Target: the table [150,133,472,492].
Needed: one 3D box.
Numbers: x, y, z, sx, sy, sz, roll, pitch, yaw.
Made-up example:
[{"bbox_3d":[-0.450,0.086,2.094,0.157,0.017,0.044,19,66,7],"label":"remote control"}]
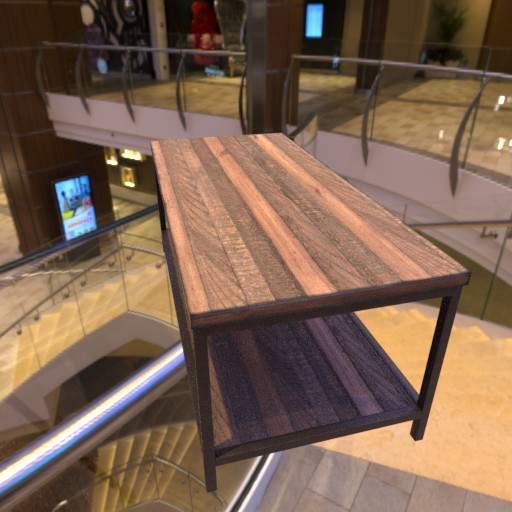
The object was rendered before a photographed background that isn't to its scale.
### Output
[{"bbox_3d":[0.000,0.000,1.175,0.452,0.399,0.990,-7,29,-13],"label":"table"}]
